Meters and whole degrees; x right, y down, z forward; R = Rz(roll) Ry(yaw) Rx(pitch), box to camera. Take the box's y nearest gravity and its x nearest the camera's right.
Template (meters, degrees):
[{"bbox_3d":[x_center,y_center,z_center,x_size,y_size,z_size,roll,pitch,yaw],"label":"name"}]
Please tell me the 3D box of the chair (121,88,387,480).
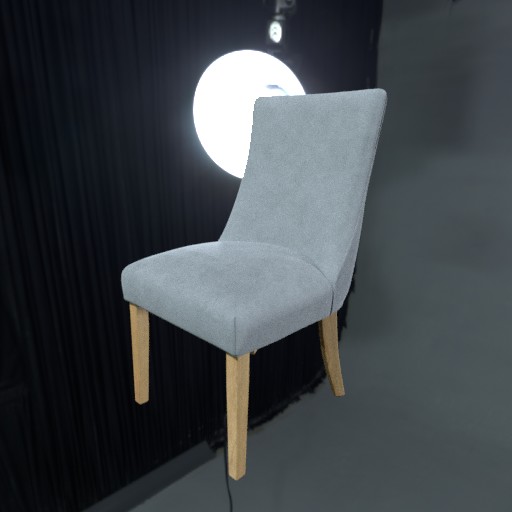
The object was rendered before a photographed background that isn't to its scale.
[{"bbox_3d":[0.000,0.000,1.265,0.495,0.902,0.610,16,22,43],"label":"chair"}]
